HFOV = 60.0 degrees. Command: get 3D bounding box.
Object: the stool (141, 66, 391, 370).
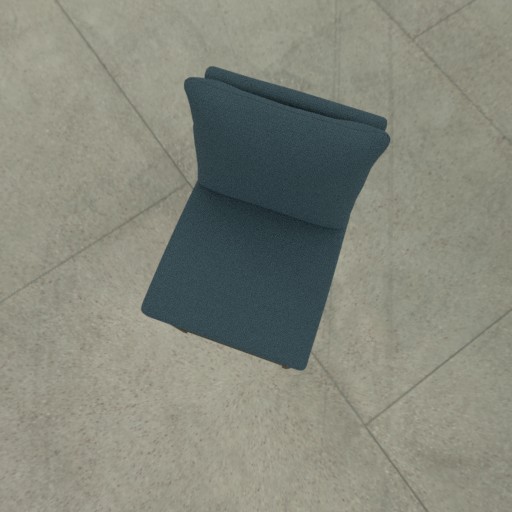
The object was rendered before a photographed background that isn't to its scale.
[{"bbox_3d":[0.000,0.000,1.348,0.463,1.032,0.568,19,76,5],"label":"stool"}]
